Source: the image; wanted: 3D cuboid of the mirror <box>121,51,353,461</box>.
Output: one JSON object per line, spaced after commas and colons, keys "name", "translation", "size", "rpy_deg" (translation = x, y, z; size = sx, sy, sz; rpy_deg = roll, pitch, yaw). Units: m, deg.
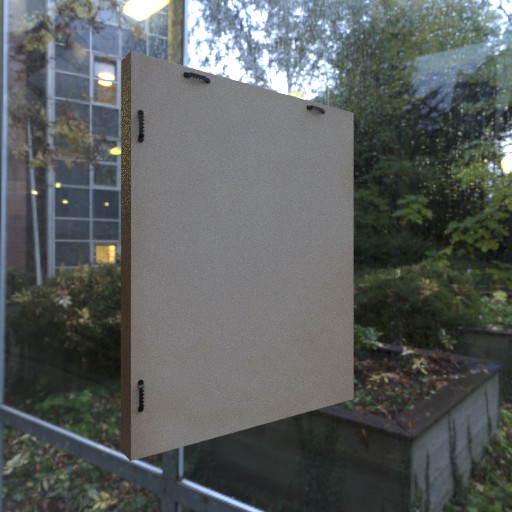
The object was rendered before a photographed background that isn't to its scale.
{"name": "mirror", "translation": [0.000, 0.000, 0.679], "size": [0.405, 0.508, 0.041], "rpy_deg": [0, 0, -36]}
